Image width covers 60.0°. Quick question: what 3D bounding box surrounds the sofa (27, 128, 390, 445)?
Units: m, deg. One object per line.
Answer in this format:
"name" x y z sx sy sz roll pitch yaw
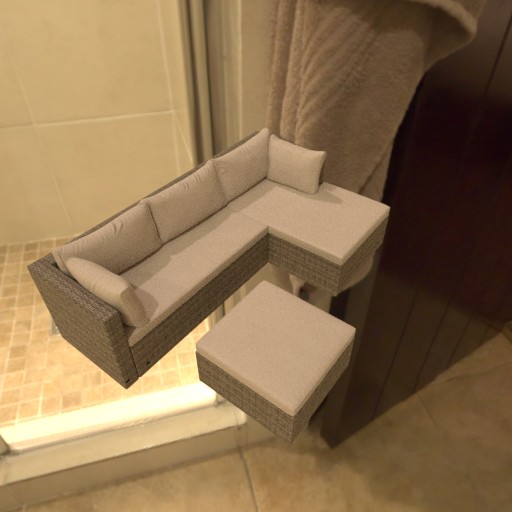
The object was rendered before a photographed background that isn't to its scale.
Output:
"sofa" 0.000 0.000 2.985 1.662 0.766 2.192 27 48 27
